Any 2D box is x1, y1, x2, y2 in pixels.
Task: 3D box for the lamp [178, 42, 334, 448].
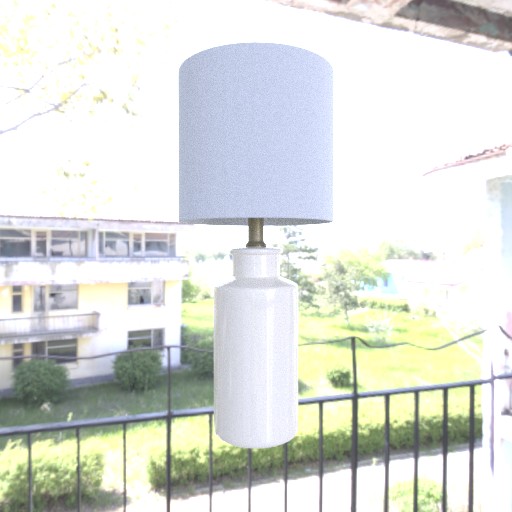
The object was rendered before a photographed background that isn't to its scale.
[{"bbox_3d":[0.000,0.000,0.616,0.212,0.493,0.212,0,1,-17],"label":"lamp"}]
